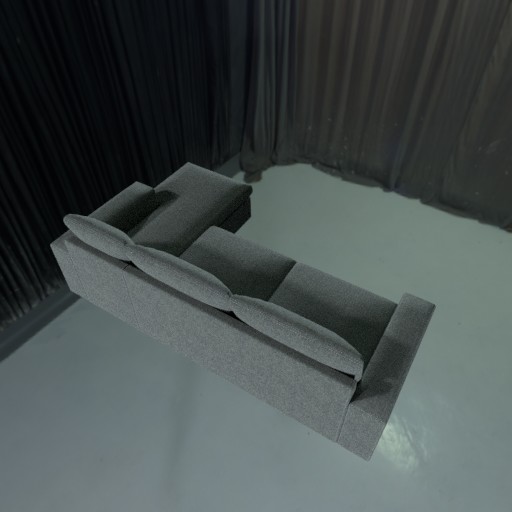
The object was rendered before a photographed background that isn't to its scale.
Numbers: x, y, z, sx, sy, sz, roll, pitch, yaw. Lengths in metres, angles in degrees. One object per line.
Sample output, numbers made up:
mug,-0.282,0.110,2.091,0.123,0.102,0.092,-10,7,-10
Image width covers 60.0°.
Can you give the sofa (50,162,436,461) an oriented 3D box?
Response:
sofa,0.000,0.000,3.520,2.718,0.940,1.689,24,50,22
